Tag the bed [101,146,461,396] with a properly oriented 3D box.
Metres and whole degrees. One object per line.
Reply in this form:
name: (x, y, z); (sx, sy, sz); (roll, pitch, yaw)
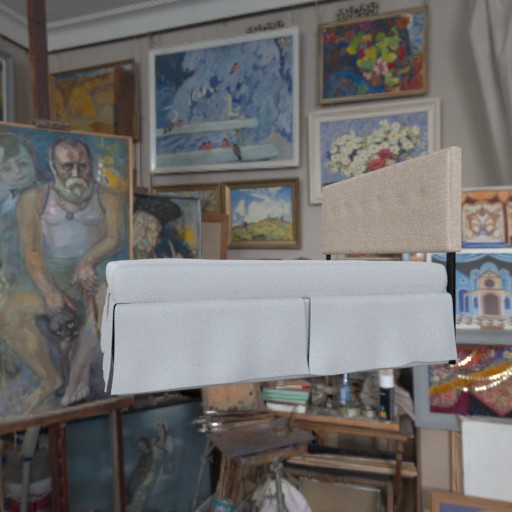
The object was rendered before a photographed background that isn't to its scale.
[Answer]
bed: (0.000, 0.000, 2.994); (1.978, 1.270, 1.643); (0, 0, -19)
